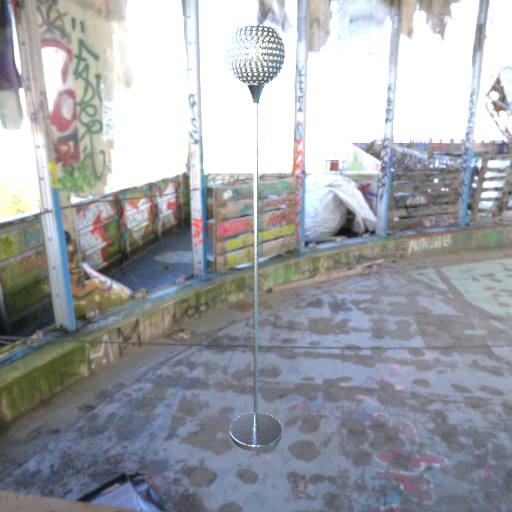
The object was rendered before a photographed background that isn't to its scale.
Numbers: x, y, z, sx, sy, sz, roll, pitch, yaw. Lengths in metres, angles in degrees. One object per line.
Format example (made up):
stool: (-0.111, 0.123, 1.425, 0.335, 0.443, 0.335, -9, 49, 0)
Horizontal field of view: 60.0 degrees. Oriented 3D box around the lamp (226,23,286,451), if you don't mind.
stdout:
lamp: (0.000, 0.000, 1.929, 0.254, 1.805, 0.254, 0, 15, 0)
